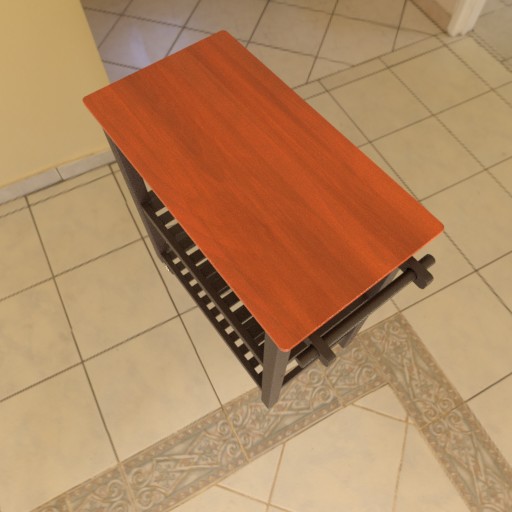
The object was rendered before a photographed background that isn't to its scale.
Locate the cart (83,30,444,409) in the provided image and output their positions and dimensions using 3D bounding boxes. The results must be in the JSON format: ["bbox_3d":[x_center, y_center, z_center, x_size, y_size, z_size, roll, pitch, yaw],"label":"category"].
[{"bbox_3d":[0.000,0.000,1.457,0.457,0.927,0.899,-34,68,-16],"label":"cart"}]
